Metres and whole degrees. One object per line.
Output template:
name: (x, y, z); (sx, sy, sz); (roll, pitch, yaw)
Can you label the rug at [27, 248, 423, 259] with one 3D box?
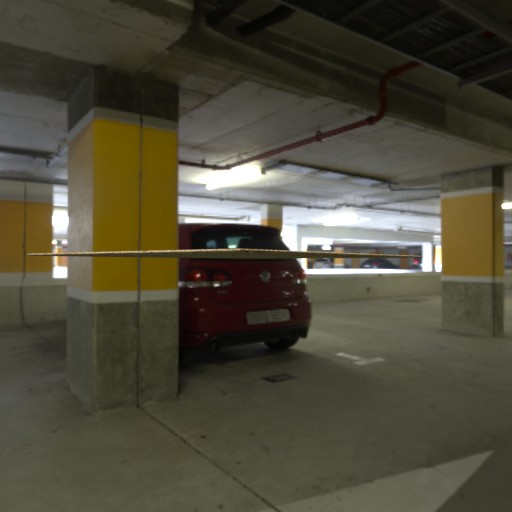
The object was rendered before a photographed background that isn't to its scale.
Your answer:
rug: (0.000, 0.000, 2.975); (1.547, 0.013, 2.283); (-1, -1, 36)
